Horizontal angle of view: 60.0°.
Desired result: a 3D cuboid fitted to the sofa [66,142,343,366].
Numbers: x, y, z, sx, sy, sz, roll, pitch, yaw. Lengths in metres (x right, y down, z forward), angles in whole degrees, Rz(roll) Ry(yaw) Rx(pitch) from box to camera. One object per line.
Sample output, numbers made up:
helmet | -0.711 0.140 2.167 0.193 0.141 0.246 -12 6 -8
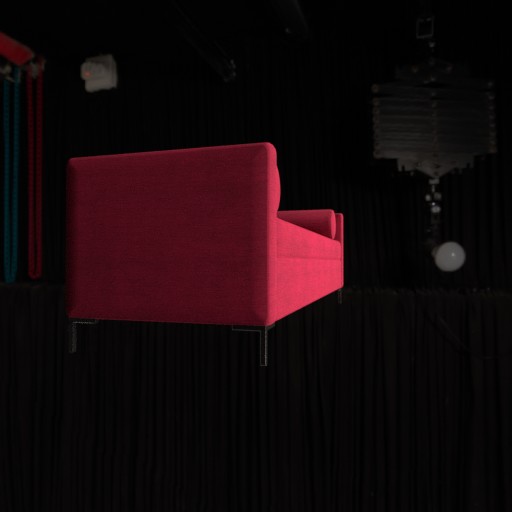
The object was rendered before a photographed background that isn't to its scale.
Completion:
sofa | 0.000 0.000 2.263 0.686 0.635 1.981 0 -1 17
